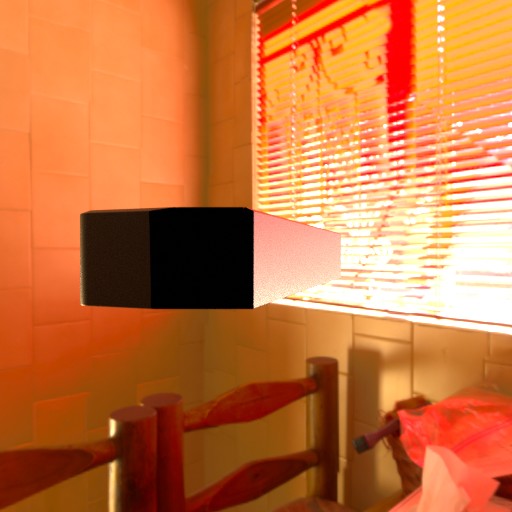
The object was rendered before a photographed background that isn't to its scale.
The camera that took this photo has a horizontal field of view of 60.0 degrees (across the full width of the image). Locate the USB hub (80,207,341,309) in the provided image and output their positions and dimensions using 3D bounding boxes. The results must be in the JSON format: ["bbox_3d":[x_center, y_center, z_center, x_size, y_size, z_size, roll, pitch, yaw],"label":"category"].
[{"bbox_3d":[0.000,0.000,0.168,0.044,0.023,0.145,0,0,19],"label":"USB hub"}]
